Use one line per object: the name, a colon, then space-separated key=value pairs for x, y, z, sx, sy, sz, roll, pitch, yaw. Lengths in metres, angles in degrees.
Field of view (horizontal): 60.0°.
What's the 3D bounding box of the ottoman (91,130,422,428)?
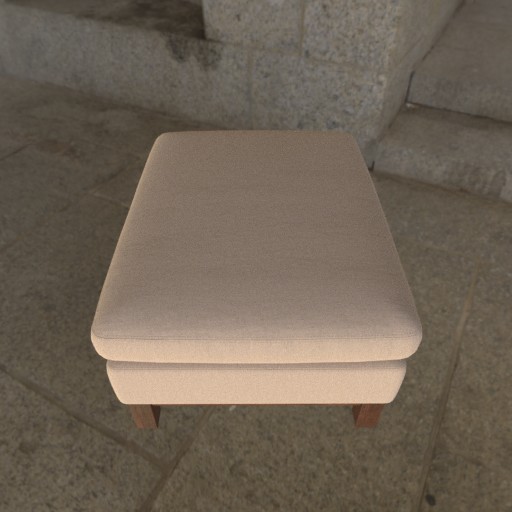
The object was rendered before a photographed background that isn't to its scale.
ottoman: x=0.000 y=0.000 z=1.139 sx=0.606 sy=0.420 sz=0.771 roll=0 pitch=42 yaw=0
